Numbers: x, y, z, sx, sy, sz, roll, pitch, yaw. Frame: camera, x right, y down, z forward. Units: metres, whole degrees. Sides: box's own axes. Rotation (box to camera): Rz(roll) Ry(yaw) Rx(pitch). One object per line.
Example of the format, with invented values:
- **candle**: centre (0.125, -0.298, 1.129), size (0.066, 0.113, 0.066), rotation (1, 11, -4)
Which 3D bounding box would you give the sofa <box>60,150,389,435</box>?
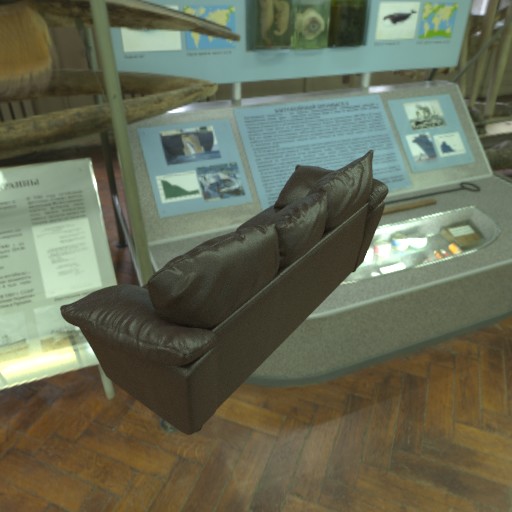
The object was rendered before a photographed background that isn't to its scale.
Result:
- **sofa**: centre (0.000, 0.000, 2.957), size (0.907, 1.091, 2.390), rotation (22, 39, 30)
